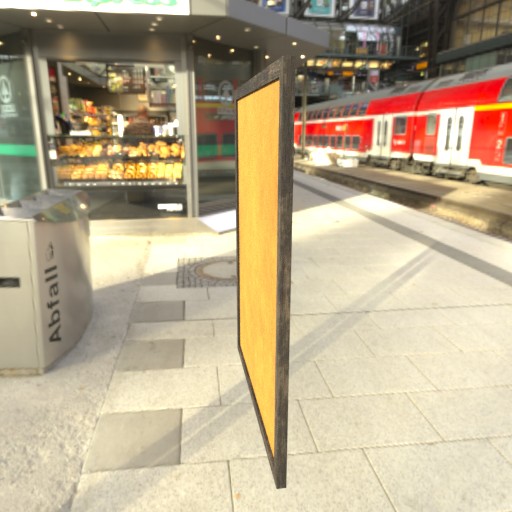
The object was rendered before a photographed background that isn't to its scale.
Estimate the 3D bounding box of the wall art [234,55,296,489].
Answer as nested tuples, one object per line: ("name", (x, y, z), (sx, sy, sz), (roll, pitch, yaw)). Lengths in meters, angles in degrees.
("wall art", (0.000, 0.000, 1.426), (0.029, 1.066, 0.812), (-3, 16, -9))
